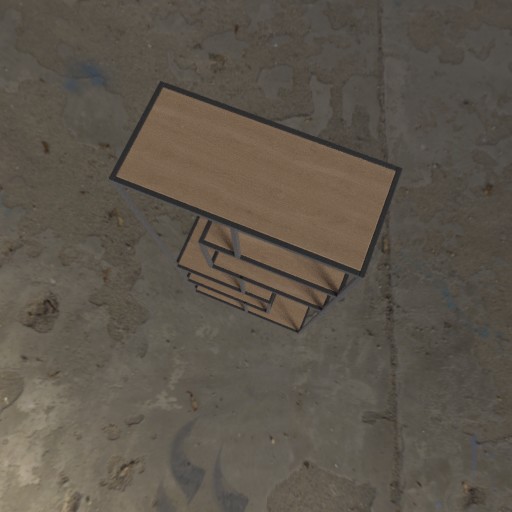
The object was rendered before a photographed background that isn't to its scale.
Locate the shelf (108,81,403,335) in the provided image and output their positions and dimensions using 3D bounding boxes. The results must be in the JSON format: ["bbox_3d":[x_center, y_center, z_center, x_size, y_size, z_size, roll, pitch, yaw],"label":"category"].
[{"bbox_3d":[0.000,0.000,2.161,0.770,1.850,0.350,21,76,6],"label":"shelf"}]
